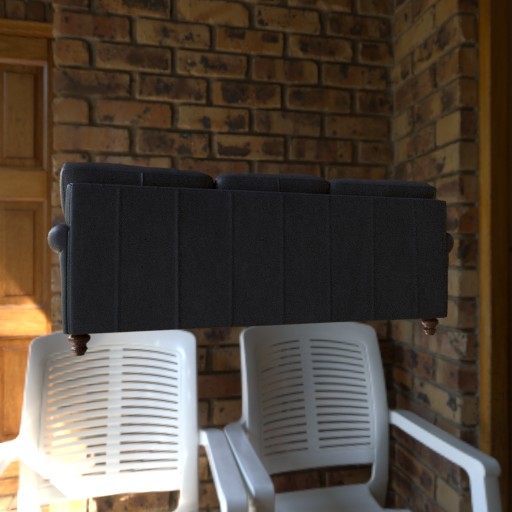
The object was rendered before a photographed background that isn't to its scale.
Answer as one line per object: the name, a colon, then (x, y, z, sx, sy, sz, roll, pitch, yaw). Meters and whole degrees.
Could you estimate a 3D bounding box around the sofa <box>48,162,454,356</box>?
sofa: (0.000, 0.000, 2.853, 2.387, 0.977, 0.974, 0, 0, -17)
